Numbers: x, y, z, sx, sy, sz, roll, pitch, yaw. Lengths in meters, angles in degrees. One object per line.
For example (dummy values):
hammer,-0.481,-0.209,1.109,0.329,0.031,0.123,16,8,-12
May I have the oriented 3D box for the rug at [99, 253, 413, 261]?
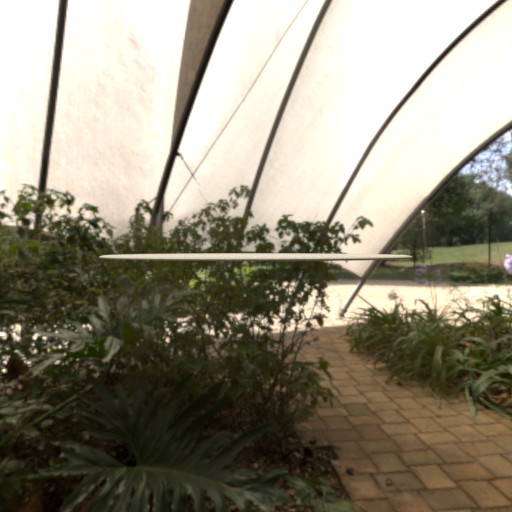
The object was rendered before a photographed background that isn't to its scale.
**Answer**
rug,0.000,0.000,2.390,1.593,0.012,1.593,0,1,0
